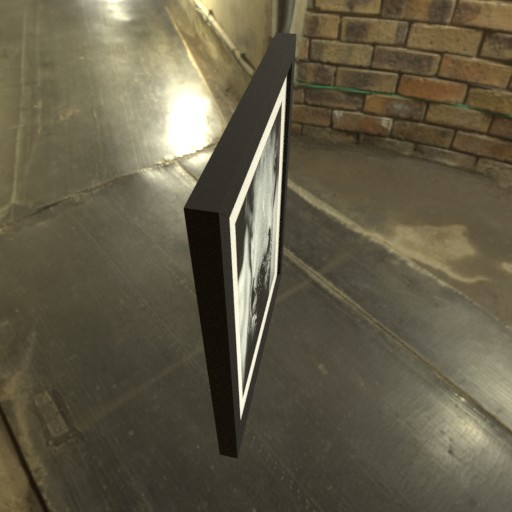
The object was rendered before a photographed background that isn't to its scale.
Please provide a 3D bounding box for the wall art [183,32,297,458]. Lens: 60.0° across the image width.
[{"bbox_3d":[0.000,0.000,0.746,0.033,0.559,0.457,9,46,9],"label":"wall art"}]
